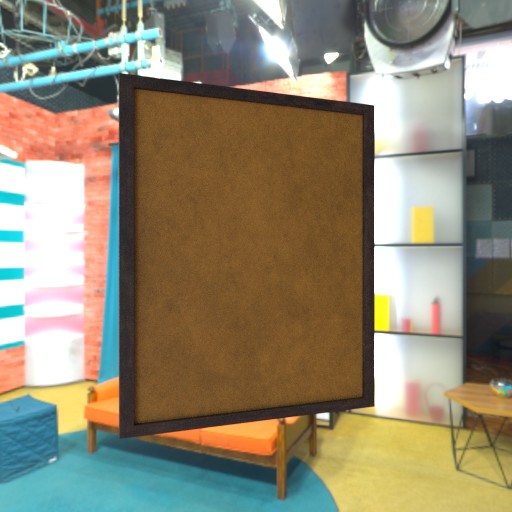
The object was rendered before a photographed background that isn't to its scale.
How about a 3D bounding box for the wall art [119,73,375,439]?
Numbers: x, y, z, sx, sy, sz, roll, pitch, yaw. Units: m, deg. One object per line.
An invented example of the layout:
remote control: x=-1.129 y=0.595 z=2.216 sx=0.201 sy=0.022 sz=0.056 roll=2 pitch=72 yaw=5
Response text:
wall art: x=0.000 y=0.000 z=0.557 sx=0.329 sy=0.406 sz=0.027 roll=0 pitch=0 yaw=-19
